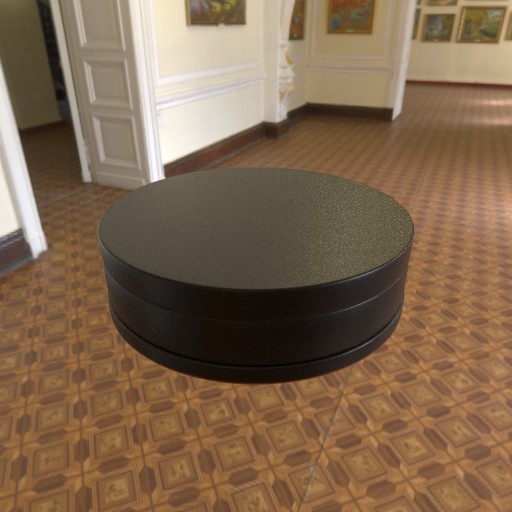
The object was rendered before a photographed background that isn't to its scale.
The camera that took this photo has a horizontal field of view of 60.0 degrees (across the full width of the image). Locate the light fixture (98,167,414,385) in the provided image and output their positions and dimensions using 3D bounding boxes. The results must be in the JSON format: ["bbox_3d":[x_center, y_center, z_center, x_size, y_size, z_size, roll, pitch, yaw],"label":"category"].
[{"bbox_3d":[0.000,0.000,0.433,0.283,0.097,0.283,0,28,0],"label":"light fixture"}]
